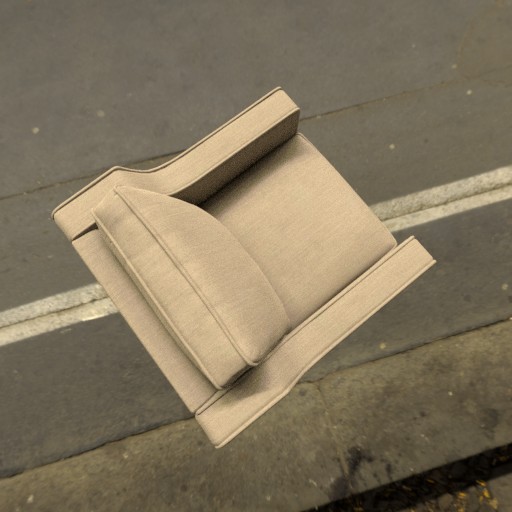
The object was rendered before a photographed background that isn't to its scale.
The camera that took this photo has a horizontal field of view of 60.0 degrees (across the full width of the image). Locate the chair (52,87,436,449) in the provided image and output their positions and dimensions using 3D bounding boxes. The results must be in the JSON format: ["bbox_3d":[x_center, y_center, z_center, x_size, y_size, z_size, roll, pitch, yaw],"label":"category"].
[{"bbox_3d":[0.000,0.000,1.627,0.909,0.960,0.831,-37,80,-8],"label":"chair"}]
